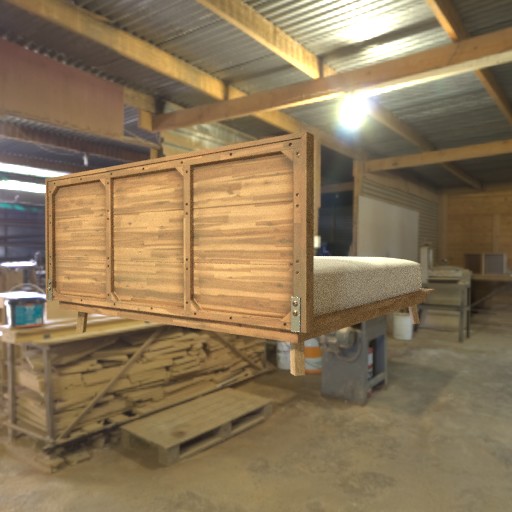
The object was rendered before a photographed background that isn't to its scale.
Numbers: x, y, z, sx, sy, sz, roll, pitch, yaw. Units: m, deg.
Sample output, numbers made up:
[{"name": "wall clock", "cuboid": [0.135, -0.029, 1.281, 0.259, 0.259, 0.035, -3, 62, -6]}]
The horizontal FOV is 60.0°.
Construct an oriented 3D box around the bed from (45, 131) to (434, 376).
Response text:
[{"name": "bed", "cuboid": [0.000, 0.000, 3.377, 2.116, 1.100, 2.167, 1, 1, 36]}]
